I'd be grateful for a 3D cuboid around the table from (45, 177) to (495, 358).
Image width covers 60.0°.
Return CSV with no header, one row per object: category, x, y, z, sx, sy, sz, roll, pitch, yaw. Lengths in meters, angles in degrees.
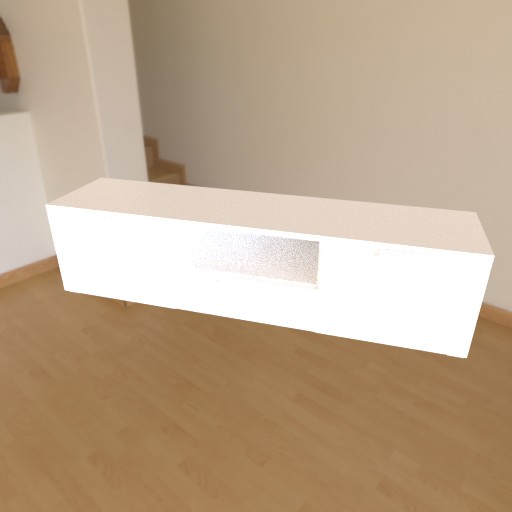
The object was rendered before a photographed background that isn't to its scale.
table,0.000,0.000,1.838,1.650,0.420,0.390,7,28,14
